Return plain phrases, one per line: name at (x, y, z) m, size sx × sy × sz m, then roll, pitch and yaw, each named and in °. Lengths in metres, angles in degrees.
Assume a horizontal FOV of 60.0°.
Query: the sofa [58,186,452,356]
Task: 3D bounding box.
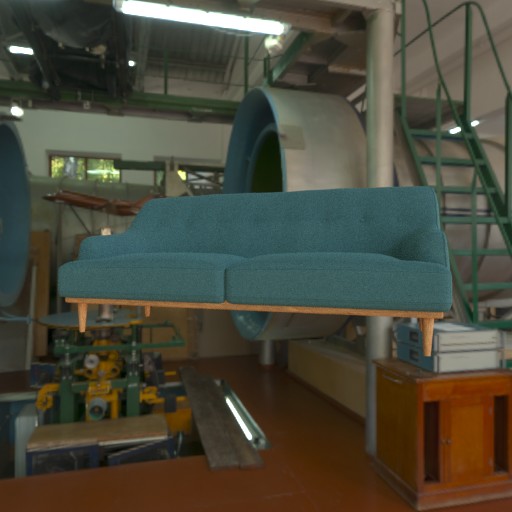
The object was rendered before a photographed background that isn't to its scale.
sofa at (0.000, 0.000, 2.603) m, size 2.057 × 0.871 × 0.978 m, roll 0°, pitch 0°, yaw 19°
